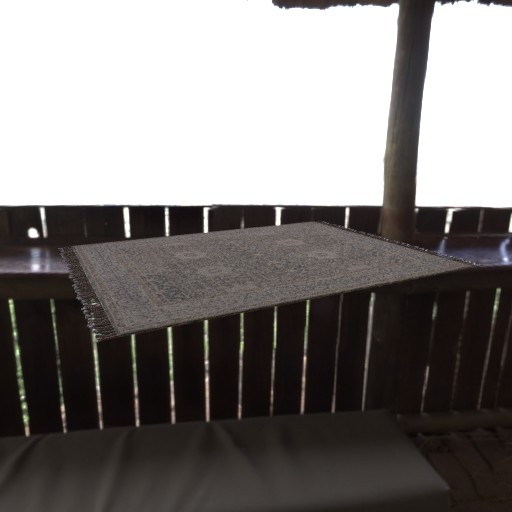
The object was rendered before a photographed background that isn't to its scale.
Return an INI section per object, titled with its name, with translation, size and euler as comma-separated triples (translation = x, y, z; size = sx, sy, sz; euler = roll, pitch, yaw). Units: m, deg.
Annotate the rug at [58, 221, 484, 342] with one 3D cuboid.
[rug]
translation = 0.000, 0.000, 4.214
size = 3.291, 0.017, 2.431
euler = -8, 17, -27
